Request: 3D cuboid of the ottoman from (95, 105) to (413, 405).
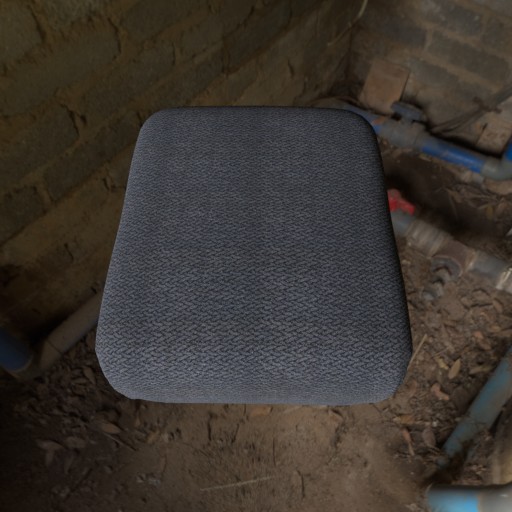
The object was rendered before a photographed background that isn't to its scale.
[{"bbox_3d":[0.000,0.000,1.124,0.622,0.450,0.747,1,58,0],"label":"ottoman"}]
